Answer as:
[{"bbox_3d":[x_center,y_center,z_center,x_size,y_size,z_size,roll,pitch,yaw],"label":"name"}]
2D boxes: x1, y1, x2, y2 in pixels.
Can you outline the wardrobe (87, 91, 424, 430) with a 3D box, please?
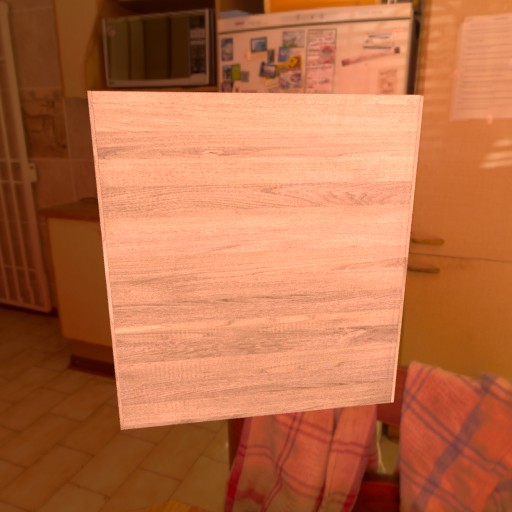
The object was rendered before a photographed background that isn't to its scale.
[{"bbox_3d":[0.000,0.000,2.881,1.780,1.960,0.629,-3,16,-9],"label":"wardrobe"}]
